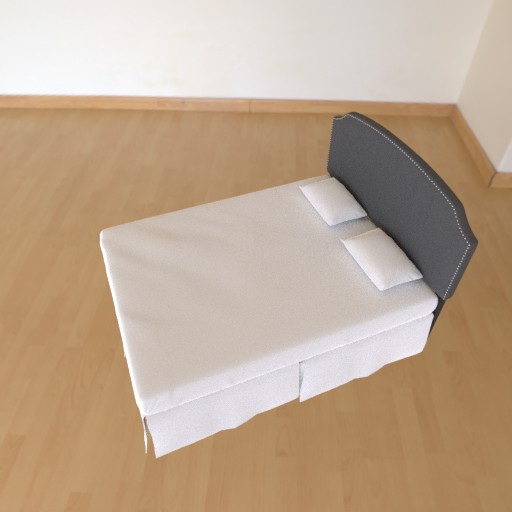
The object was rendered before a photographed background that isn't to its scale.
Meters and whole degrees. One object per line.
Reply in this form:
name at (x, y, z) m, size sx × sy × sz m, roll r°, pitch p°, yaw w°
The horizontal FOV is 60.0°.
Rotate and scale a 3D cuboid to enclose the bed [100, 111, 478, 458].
bed at (0.000, 0.000, 2.943) m, size 1.999 × 1.270 × 1.558 m, roll -16°, pitch 47°, yaw -15°
